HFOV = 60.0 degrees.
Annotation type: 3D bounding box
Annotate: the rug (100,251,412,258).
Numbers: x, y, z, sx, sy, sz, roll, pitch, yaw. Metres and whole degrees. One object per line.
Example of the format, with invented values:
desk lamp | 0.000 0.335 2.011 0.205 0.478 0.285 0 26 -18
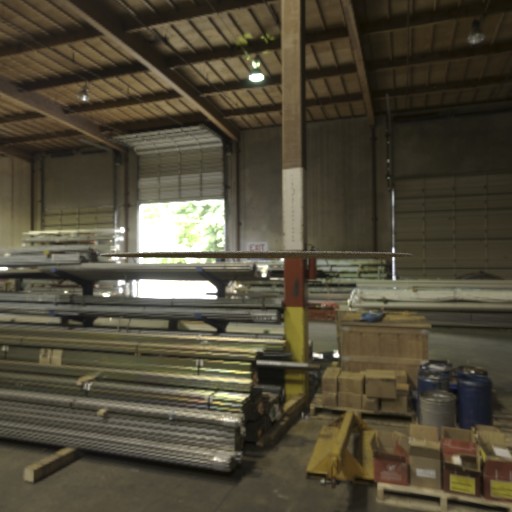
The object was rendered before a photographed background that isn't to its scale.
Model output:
rug | 0.000 0.000 2.406 1.598 0.010 1.598 0 -1 0
